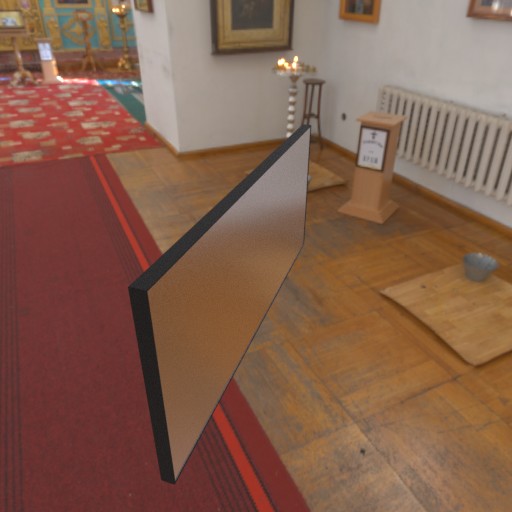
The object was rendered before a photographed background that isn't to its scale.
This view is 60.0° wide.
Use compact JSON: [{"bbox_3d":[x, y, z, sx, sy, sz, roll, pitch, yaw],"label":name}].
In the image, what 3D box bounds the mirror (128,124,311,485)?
[{"bbox_3d":[0.000,0.000,1.789,0.047,0.692,1.584,10,31,17],"label":"mirror"}]
